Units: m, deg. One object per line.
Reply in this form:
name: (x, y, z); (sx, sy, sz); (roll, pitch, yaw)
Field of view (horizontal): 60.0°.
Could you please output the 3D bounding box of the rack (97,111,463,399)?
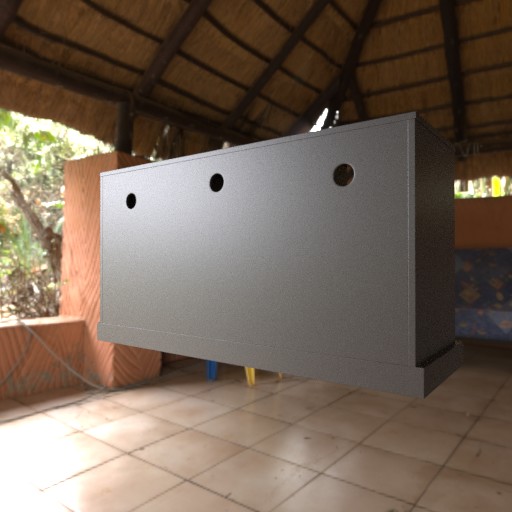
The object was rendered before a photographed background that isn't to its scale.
rack: (0.000, 0.000, 1.491); (1.206, 0.635, 0.399); (0, -1, 36)
